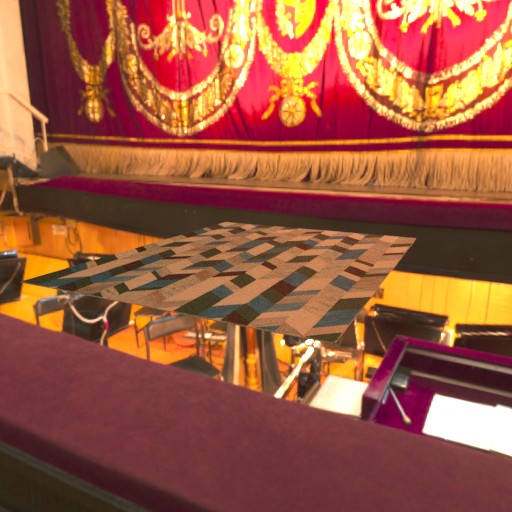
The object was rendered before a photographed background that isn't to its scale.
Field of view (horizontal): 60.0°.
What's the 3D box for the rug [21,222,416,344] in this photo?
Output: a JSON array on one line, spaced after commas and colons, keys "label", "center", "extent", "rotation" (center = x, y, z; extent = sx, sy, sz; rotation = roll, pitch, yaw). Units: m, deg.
[{"label": "rug", "center": [0.000, 0.000, 4.098], "extent": [2.440, 0.008, 3.036], "rotation": [7, 15, 26]}]
